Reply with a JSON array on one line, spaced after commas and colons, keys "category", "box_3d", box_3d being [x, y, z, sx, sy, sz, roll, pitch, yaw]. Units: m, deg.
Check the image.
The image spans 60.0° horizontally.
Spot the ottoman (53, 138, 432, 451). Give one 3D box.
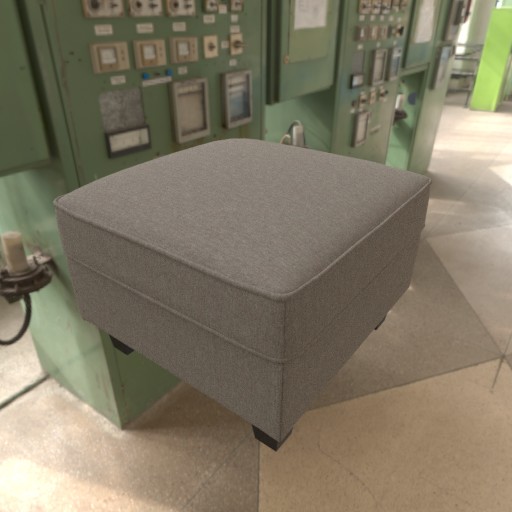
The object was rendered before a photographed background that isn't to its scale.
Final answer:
[{"category": "ottoman", "box_3d": [0.000, 0.000, 1.402, 0.808, 0.612, 0.871, 20, 35, 32]}]
